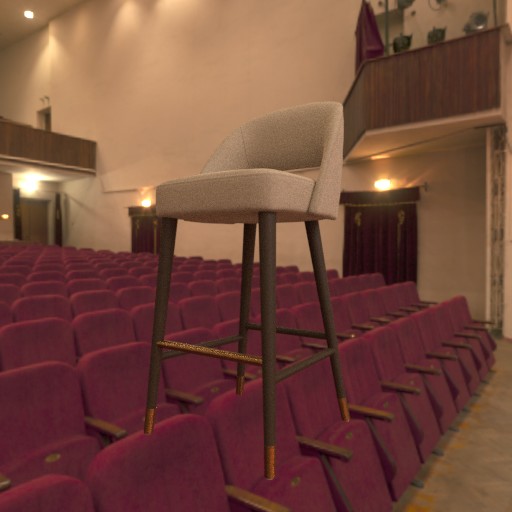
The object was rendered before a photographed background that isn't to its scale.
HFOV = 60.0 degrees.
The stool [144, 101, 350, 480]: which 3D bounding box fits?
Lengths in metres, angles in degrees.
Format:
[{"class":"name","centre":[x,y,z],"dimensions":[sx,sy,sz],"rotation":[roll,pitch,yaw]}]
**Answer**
[{"class":"stool","centre":[0.000,0.000,1.358],"dimensions":[0.494,1.037,0.509],"rotation":[1,1,36]}]
